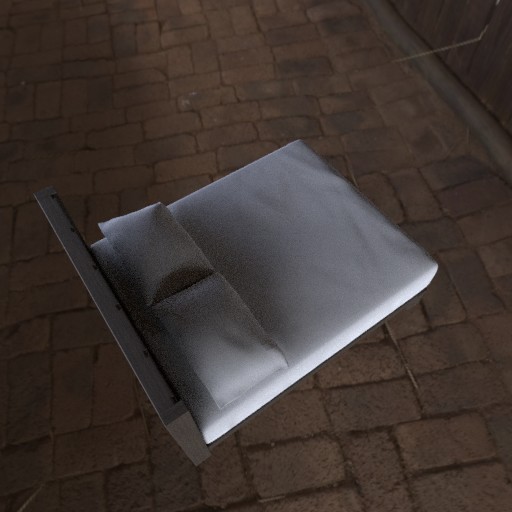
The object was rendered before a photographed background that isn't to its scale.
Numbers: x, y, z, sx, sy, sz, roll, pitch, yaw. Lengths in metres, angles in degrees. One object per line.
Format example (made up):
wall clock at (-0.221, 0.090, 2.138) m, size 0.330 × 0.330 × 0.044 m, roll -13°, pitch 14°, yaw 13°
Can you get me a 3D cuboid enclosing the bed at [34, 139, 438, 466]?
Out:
bed at (0.000, 0.000, 3.317) m, size 2.242 × 1.270 × 1.727 m, roll -31°, pitch 62°, yaw -18°
